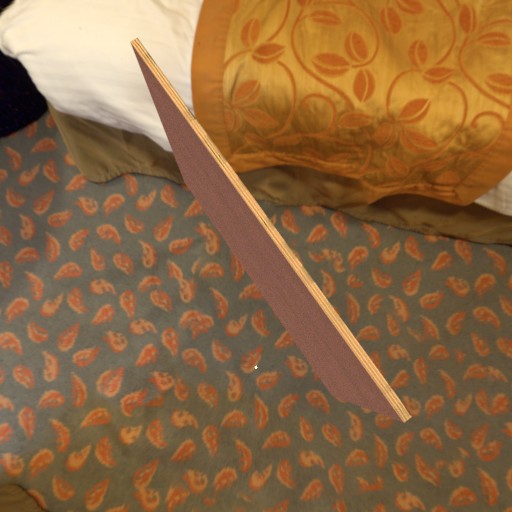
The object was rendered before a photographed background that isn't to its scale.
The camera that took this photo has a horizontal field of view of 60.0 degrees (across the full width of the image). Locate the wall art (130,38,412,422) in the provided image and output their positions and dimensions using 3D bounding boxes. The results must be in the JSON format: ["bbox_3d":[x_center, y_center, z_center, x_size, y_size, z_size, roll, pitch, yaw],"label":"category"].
[{"bbox_3d":[0.000,0.000,0.665,0.010,0.408,0.508,-33,78,-8],"label":"wall art"}]
